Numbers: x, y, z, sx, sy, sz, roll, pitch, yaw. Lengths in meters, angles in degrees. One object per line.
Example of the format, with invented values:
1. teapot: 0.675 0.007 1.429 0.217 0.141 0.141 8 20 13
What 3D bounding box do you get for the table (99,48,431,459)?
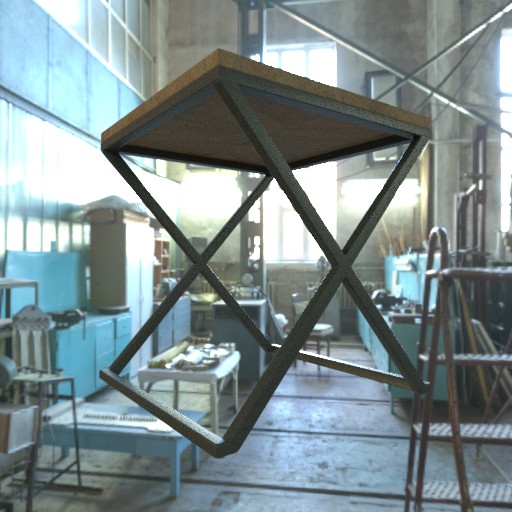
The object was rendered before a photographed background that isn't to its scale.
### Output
1. table: 0.000 0.000 0.932 0.498 0.550 0.499 0 0 -36
